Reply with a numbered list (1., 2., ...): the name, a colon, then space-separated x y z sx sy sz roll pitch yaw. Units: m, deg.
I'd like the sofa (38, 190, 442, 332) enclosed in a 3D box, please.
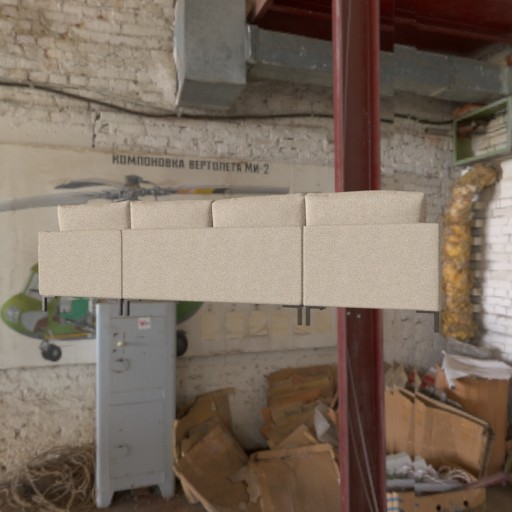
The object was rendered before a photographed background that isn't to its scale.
1. sofa: 0.000 0.000 3.924 2.984 0.862 1.989 0 0 19
